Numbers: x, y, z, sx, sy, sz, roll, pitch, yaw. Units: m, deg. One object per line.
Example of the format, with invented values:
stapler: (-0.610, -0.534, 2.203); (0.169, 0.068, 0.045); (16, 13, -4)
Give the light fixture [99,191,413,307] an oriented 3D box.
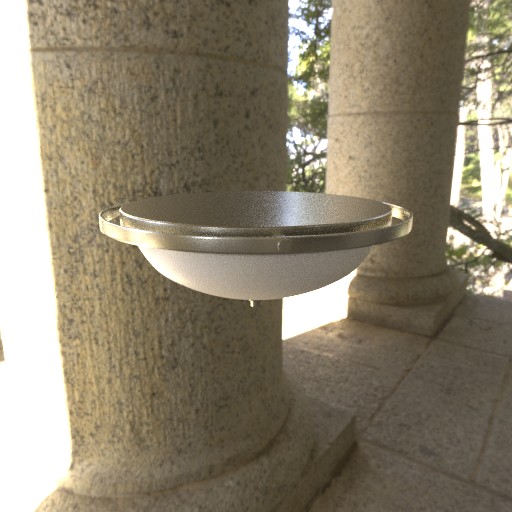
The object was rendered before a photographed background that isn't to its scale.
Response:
light fixture: (0.000, 0.000, 0.553); (0.361, 0.130, 0.361); (0, 14, 0)
